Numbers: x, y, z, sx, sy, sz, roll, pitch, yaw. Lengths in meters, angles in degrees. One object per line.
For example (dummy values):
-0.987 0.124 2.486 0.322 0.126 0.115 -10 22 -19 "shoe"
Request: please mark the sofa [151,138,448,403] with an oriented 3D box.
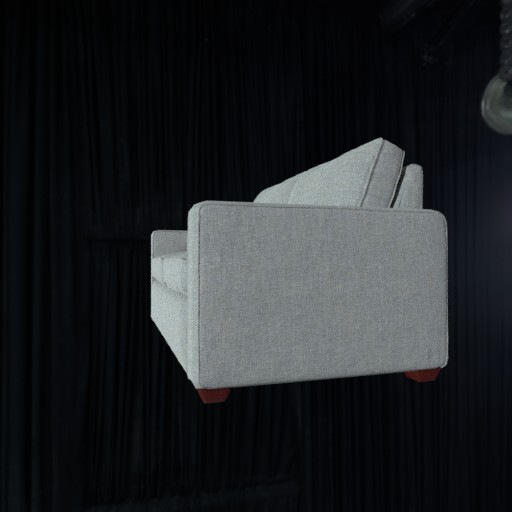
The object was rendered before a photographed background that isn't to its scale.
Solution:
0.000 0.000 2.256 0.945 0.915 1.706 0 0 -18 "sofa"
